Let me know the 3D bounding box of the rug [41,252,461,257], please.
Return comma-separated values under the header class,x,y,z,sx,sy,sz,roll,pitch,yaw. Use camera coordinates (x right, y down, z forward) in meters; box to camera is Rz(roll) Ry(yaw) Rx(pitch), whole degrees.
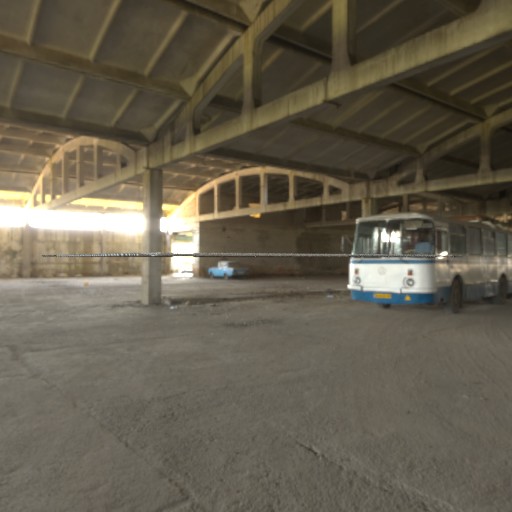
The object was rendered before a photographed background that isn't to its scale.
class,x,y,z,sx,sy,sz,roll,pitch,yaw
rug,0.000,0.000,2.962,2.312,0.013,1.600,0,0,-37
